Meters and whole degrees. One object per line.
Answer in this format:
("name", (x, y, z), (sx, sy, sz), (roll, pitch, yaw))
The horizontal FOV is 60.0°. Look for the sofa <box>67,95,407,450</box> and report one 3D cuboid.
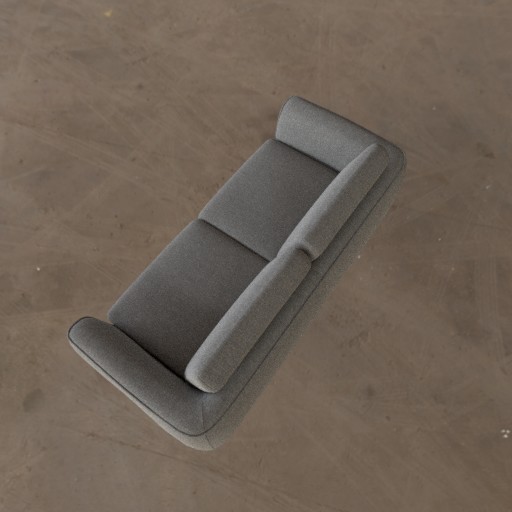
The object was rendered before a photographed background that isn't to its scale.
("sofa", (0.000, 0.000, 2.512), (0.920, 0.870, 2.000), (33, 67, 16))
